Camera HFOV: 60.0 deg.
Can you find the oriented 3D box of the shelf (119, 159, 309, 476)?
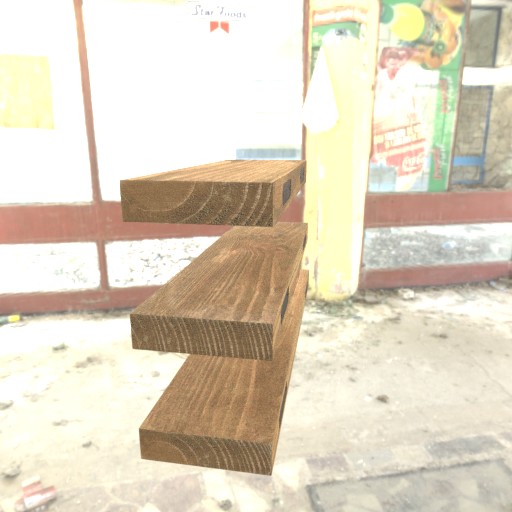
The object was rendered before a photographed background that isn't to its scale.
[{"bbox_3d":[0.000,0.000,0.710,0.140,0.293,0.610,3,15,10],"label":"shelf"}]
